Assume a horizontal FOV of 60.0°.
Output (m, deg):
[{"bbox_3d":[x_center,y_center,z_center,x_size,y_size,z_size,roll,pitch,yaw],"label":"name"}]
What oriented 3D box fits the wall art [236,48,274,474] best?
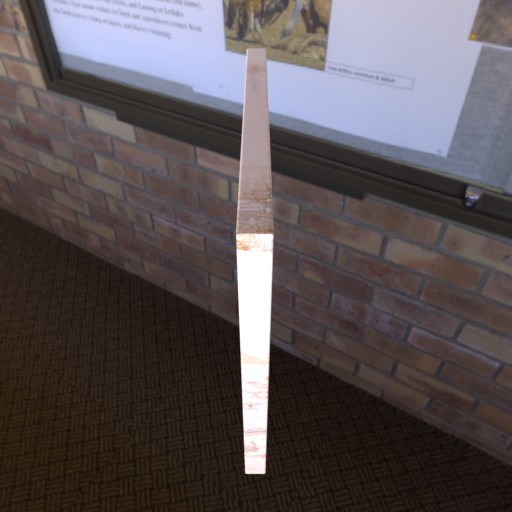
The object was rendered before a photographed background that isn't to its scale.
[{"bbox_3d":[0.000,0.000,0.900,0.040,0.613,0.611,0,42,0],"label":"wall art"}]
